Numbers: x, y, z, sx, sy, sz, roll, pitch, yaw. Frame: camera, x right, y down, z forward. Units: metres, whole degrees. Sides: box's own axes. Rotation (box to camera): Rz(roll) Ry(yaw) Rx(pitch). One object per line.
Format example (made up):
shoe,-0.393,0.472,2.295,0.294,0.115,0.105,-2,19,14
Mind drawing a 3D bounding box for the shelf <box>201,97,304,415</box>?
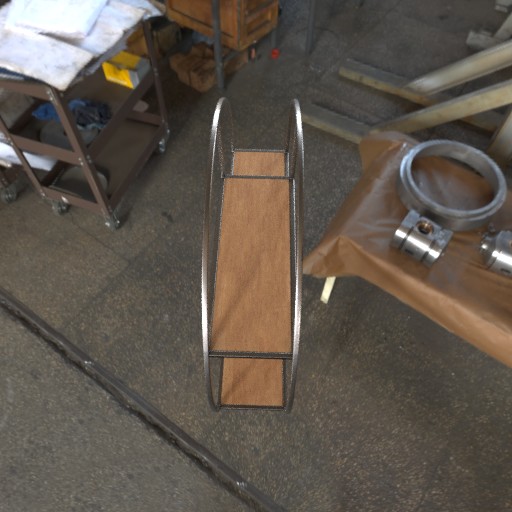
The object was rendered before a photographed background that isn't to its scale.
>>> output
shelf,0.000,0.000,1.325,0.202,0.888,0.888,1,58,1
